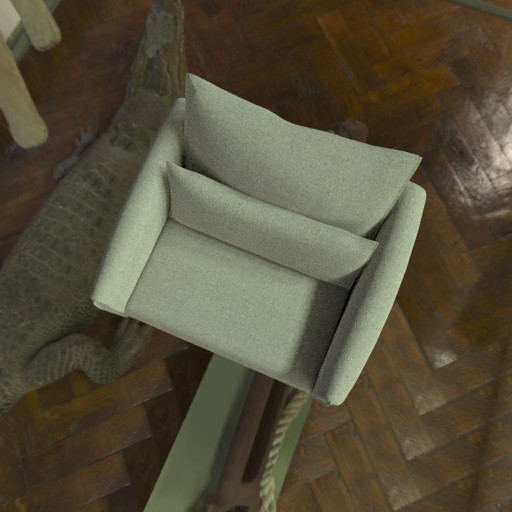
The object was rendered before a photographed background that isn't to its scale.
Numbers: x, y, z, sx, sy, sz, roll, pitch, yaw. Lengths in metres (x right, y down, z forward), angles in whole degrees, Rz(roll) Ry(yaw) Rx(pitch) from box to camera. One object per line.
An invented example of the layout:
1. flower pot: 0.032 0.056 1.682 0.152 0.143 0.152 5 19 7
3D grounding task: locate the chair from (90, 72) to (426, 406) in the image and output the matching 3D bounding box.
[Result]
1. chair: 0.000 0.000 1.665 1.029 0.856 0.801 22 77 5
